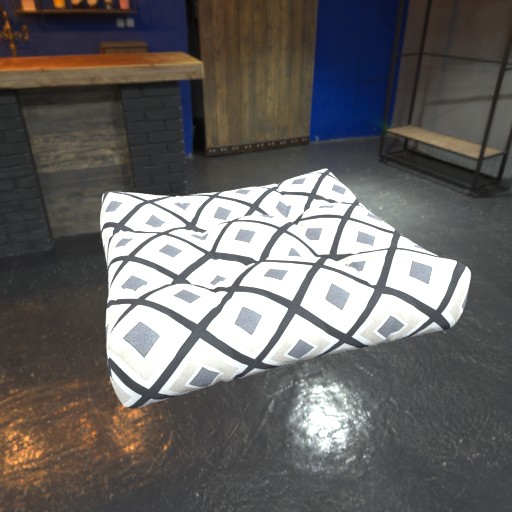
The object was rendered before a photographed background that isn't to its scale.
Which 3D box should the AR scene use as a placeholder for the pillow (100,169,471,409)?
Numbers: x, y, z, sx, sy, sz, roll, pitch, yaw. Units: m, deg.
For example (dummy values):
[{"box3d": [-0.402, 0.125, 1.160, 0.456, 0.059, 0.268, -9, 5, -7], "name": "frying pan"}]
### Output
[{"box3d": [0.000, 0.000, 0.742, 0.490, 0.128, 0.468, -9, 32, -15], "name": "pillow"}]
